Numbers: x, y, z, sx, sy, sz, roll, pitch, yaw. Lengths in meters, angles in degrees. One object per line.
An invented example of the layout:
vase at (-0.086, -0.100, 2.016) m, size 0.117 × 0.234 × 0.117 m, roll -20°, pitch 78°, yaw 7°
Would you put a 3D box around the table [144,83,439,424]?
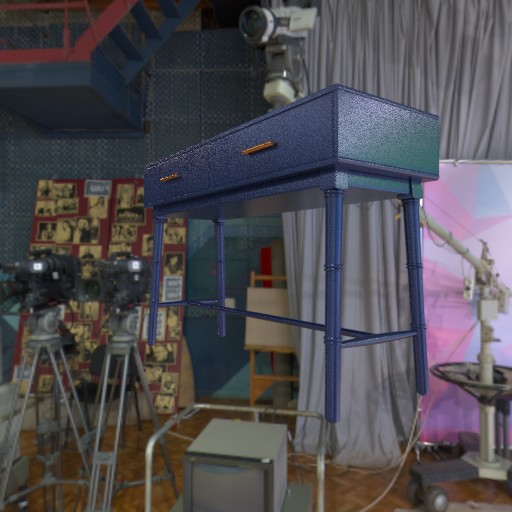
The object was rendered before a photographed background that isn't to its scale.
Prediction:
table at (0.000, 0.000, 1.514) m, size 0.399 × 0.749 × 1.118 m, roll 0°, pitch 0°, yaw -36°
